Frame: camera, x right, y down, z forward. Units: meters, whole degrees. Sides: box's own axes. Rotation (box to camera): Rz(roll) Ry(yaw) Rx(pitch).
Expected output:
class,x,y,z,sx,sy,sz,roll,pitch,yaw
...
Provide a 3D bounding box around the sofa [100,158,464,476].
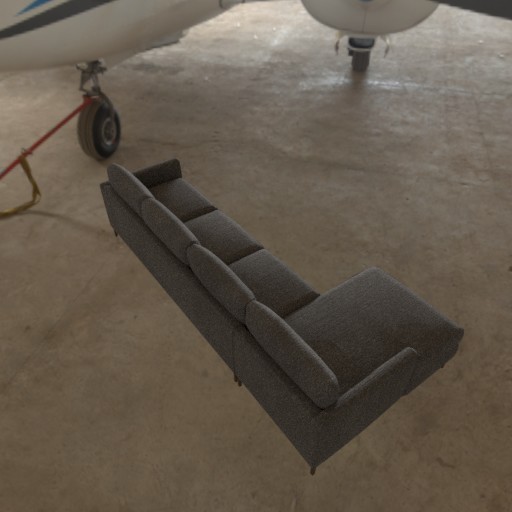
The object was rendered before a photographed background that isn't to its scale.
class,x,y,z,sx,sy,sz,roll,pitch,yaw
sofa,0.000,0.000,3.522,1.350,0.810,2.932,-27,48,-27
